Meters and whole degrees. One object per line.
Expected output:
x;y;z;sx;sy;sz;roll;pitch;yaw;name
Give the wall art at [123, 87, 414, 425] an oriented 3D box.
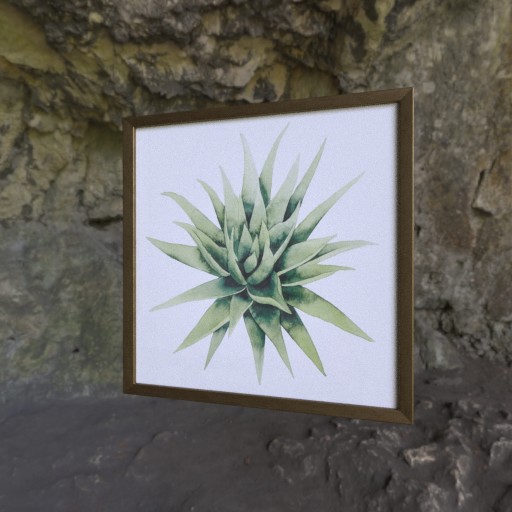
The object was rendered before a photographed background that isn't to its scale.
0.000;0.000;0.752;0.503;0.506;0.030;0;0;17;wall art
